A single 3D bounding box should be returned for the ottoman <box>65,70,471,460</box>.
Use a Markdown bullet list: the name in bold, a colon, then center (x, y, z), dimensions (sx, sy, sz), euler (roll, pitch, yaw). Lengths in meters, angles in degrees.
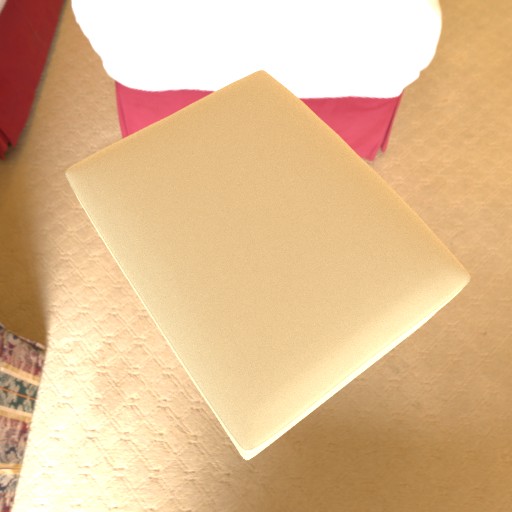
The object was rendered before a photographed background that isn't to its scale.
- **ottoman**: center (0.000, 0.000, 1.112), dimensions (0.584, 0.513, 0.741), euler (-33, 68, -15)
